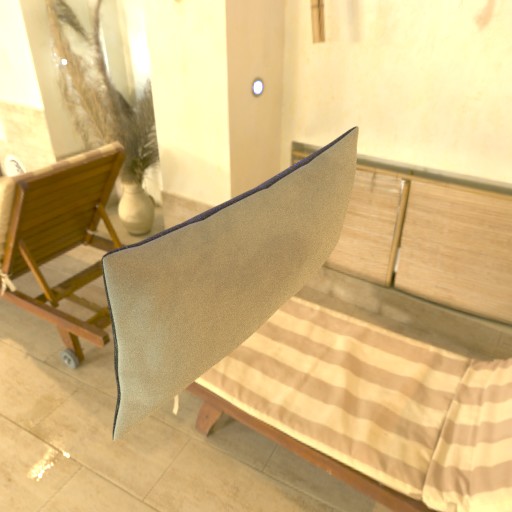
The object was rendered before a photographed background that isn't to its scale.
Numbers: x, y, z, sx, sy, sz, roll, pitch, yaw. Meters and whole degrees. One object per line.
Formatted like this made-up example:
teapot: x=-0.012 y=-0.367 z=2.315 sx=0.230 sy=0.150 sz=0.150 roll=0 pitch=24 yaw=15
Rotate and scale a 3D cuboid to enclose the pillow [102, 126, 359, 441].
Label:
pillow: x=0.000 y=0.000 z=0.727 sx=0.156 sy=0.305 sz=0.608 roll=19 pitch=35 yaw=29
